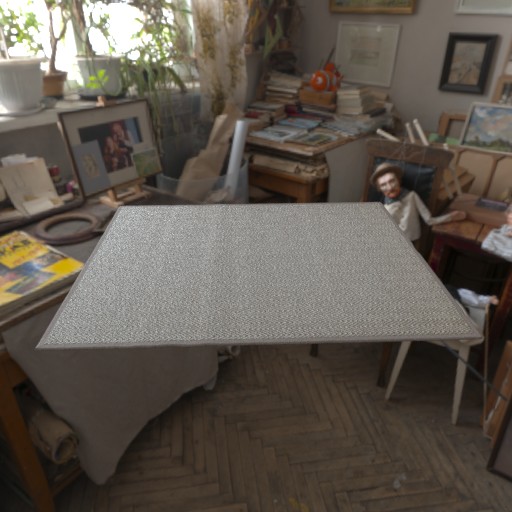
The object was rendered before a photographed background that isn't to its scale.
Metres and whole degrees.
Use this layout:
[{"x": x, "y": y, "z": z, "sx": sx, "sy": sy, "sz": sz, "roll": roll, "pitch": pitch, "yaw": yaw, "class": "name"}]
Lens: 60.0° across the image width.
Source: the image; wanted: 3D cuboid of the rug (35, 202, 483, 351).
[{"x": 0.000, "y": 0.000, "z": 4.022, "sx": 3.007, "sy": 0.032, "sz": 2.434, "roll": -1, "pitch": 29, "yaw": -2, "class": "rug"}]
